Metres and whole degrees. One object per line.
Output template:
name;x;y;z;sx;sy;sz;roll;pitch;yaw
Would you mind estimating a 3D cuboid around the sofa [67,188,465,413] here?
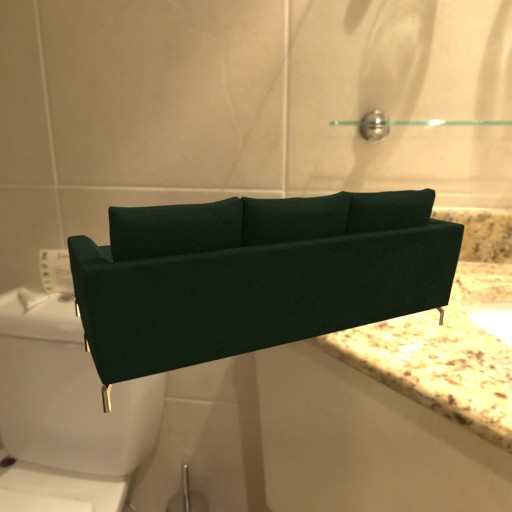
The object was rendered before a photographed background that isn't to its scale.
sofa;0.000;0.000;3.159;2.441;1.007;1.489;-7;16;-26
